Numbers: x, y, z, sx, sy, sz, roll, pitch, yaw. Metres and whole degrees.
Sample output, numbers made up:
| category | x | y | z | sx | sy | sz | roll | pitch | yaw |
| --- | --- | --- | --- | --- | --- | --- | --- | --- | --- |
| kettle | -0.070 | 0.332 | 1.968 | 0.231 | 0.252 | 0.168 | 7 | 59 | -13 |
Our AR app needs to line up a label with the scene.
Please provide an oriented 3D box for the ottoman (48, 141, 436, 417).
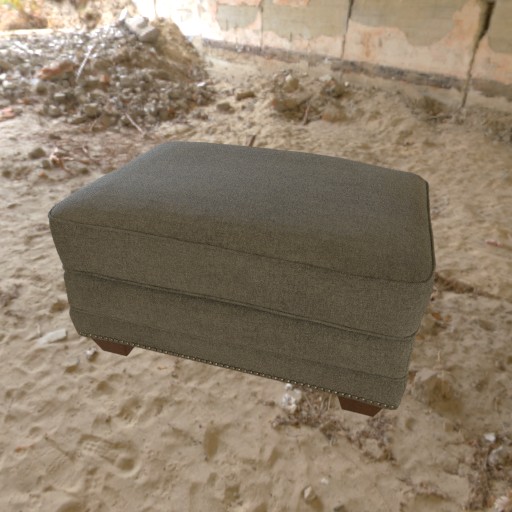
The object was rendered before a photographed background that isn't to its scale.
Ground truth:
| category | x | y | z | sx | sy | sz | roll | pitch | yaw |
| --- | --- | --- | --- | --- | --- | --- | --- | --- | --- |
| ottoman | 0.000 | 0.000 | 1.146 | 0.813 | 0.457 | 0.561 | 9 | 32 | 15 |
